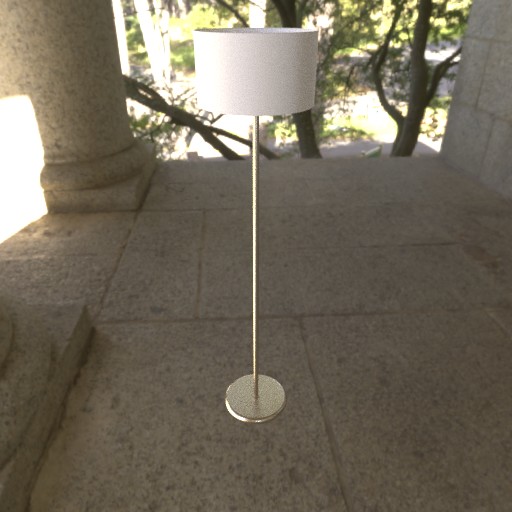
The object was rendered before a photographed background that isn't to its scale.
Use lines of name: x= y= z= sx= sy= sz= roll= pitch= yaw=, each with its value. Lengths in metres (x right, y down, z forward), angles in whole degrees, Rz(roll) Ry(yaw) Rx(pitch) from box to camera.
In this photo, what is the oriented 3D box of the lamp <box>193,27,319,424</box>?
lamp: x=0.000 y=0.000 z=1.587 sx=0.347 sy=1.443 sz=0.347 roll=-18 pitch=34 yaw=-29
